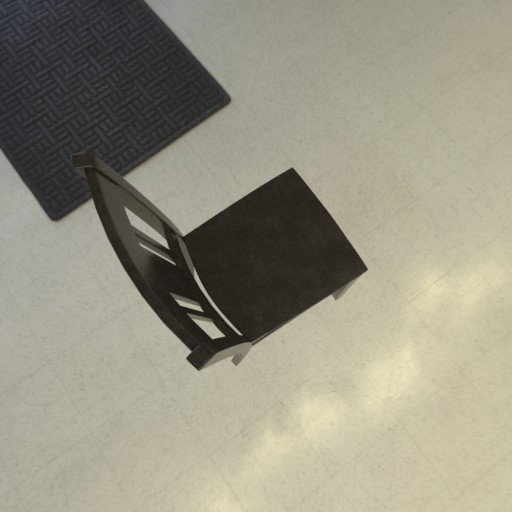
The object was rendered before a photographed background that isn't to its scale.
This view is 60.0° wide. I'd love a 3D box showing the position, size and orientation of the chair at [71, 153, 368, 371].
[{"bbox_3d":[0.000,0.000,1.266,0.555,0.998,0.450,-32,77,-8],"label":"chair"}]
